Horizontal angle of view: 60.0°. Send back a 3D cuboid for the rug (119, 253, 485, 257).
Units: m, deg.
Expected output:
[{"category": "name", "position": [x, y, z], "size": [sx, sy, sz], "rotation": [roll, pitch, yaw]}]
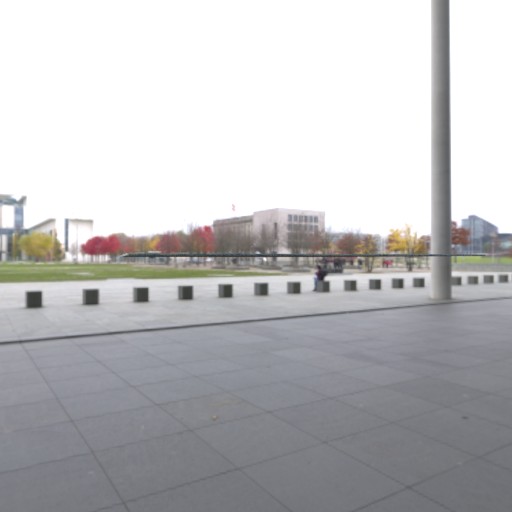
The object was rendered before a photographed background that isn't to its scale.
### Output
[{"category": "rug", "position": [0.000, 0.000, 4.212], "size": [2.441, 0.013, 3.056], "rotation": [0, 0, -18]}]
